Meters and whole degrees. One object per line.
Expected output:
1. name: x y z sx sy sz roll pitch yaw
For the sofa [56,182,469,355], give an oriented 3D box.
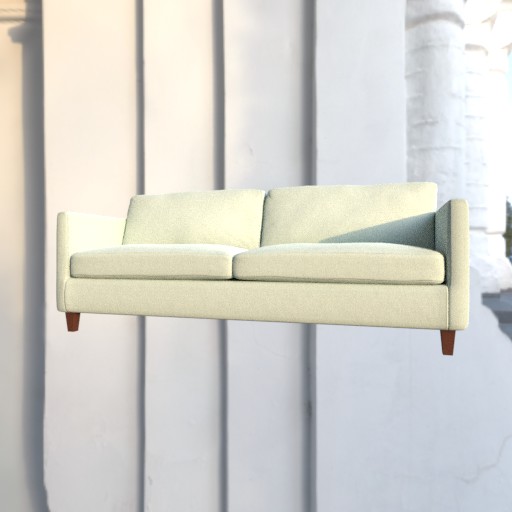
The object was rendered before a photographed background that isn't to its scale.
1. sofa: 0.000 0.000 2.907 2.434 0.965 0.948 0 0 17
